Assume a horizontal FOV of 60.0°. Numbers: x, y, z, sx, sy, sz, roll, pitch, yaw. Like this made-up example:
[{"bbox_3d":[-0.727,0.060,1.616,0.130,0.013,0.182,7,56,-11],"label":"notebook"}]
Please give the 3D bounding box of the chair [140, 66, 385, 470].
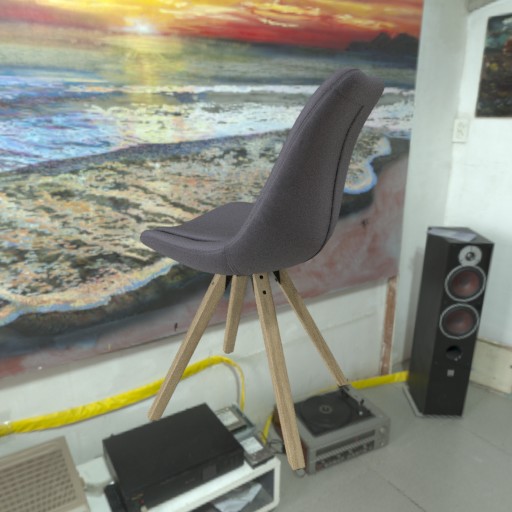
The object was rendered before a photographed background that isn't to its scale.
[{"bbox_3d":[0.000,0.000,1.151,0.547,0.865,0.483,8,19,25],"label":"chair"}]
